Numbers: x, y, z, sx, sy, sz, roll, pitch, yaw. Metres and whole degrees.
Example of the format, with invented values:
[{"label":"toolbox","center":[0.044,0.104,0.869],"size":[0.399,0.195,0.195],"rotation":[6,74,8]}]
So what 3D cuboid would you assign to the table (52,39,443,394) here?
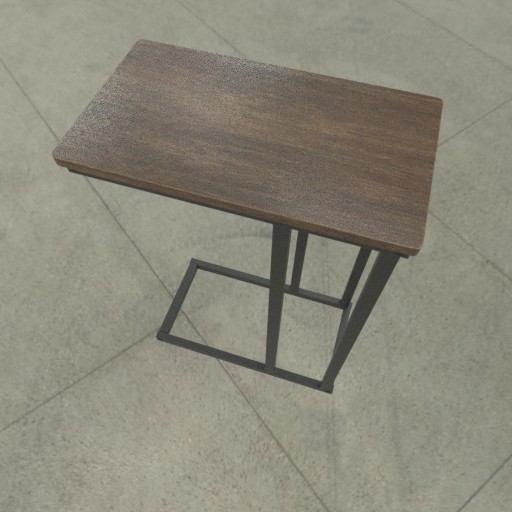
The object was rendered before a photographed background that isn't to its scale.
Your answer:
[{"label":"table","center":[0.000,0.000,0.839],"size":[0.450,0.637,0.254],"rotation":[15,60,9]}]
